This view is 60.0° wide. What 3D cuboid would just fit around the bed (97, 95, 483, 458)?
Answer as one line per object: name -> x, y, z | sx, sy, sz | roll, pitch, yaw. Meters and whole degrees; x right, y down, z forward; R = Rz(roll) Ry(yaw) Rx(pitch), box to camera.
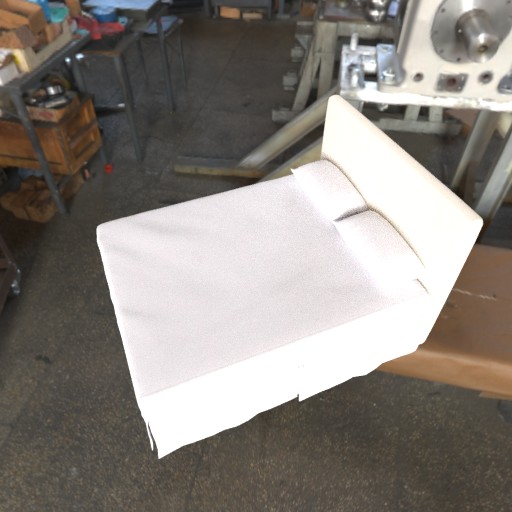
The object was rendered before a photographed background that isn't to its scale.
bed -> 0.000, 0.000, 3.186 | 2.142, 1.330, 1.713 | -17, 49, -15
